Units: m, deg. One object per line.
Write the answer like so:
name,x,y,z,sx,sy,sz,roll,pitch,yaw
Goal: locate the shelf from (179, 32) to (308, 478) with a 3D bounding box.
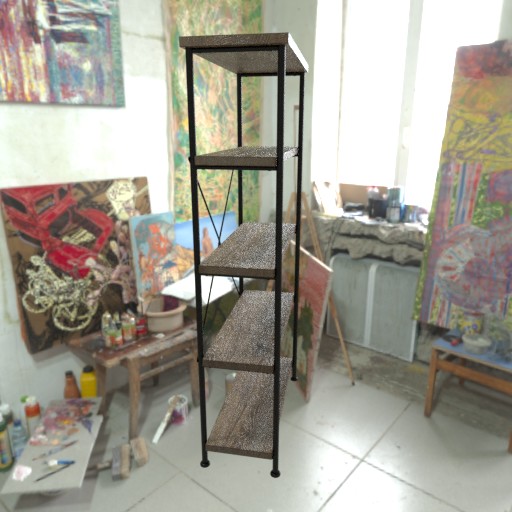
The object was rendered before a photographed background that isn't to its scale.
shelf,0.000,0.000,2.027,0.360,1.700,0.800,3,17,10
